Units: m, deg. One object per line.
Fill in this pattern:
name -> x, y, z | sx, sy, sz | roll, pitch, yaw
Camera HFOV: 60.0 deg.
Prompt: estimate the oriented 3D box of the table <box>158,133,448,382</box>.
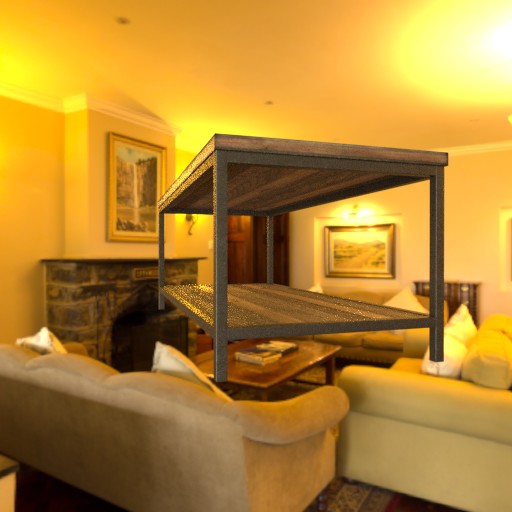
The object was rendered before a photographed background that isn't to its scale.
table -> 0.000, 0.000, 1.246 | 0.452, 0.399, 0.990 | 0, 0, -18
